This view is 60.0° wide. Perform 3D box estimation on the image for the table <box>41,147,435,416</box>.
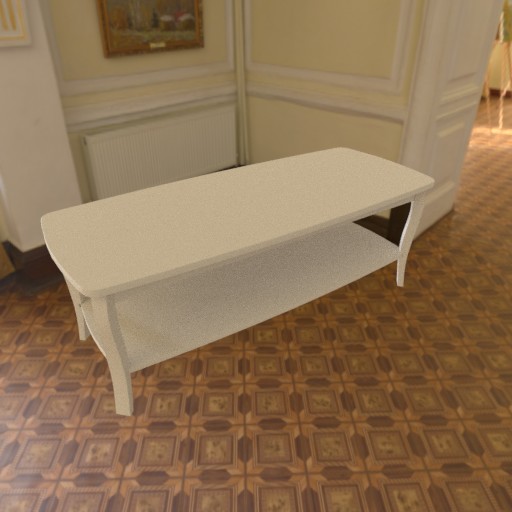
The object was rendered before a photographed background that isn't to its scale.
[{"bbox_3d":[0.000,0.000,1.630,1.334,0.474,0.561,-19,36,-29],"label":"table"}]
